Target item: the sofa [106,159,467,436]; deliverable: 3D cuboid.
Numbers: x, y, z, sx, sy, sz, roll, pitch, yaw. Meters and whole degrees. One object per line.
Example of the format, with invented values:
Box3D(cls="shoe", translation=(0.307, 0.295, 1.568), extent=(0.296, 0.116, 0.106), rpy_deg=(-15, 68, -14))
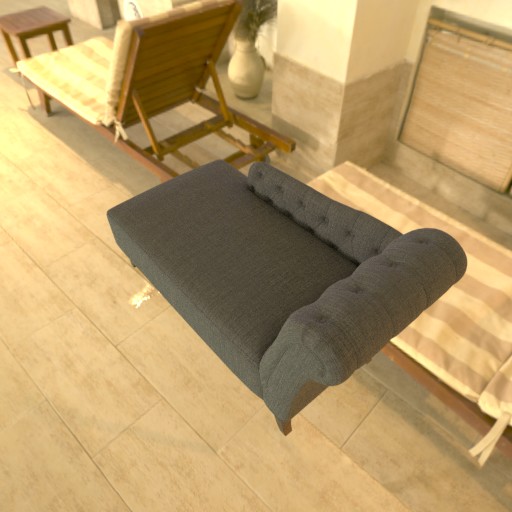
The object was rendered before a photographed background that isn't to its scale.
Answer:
Box3D(cls="sofa", translation=(0.000, 0.000, 1.816), extent=(0.675, 0.787, 1.379), rpy_deg=(-31, 54, -27))
